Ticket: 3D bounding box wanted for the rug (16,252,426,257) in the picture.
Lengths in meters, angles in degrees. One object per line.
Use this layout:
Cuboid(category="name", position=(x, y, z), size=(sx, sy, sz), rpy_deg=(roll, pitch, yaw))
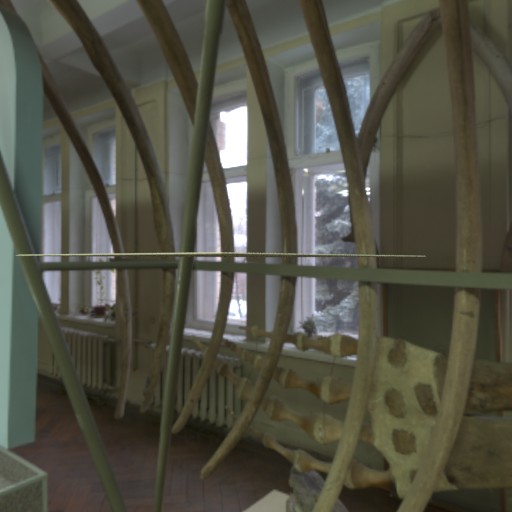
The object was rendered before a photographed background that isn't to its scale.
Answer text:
Cuboid(category="rug", position=(0.000, 0.000, 3.004), size=(1.541, 0.008, 2.448), rpy_deg=(0, 0, 37))
